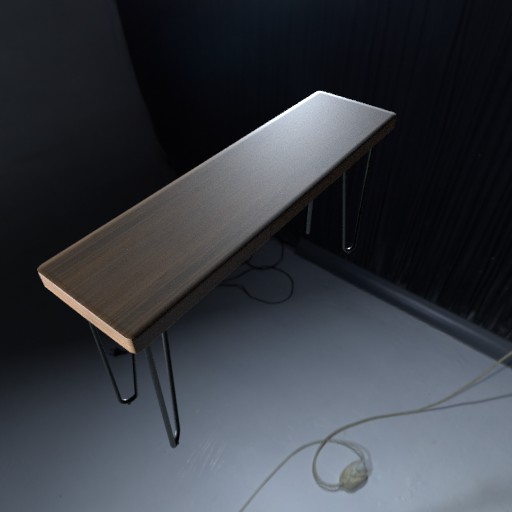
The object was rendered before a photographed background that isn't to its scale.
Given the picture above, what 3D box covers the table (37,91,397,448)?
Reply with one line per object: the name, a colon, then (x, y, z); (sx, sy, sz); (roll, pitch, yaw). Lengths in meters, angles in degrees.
table: (0.000, 0.000, 1.932); (0.425, 0.834, 1.570); (28, 50, 26)
